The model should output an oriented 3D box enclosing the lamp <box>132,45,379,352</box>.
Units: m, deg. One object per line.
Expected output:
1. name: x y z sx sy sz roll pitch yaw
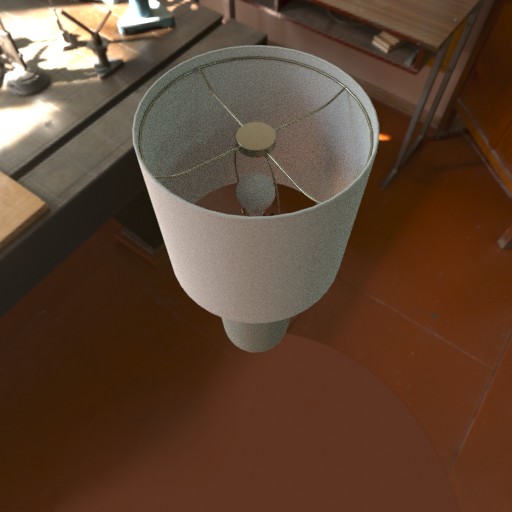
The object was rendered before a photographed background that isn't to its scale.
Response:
1. lamp: 0.000 0.000 0.602 0.220 0.475 0.220 -17 60 -10
